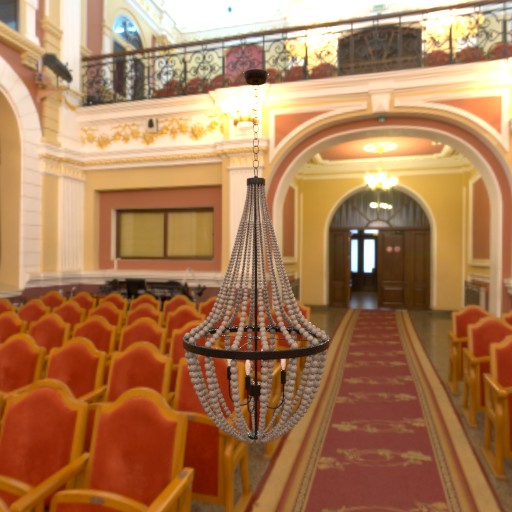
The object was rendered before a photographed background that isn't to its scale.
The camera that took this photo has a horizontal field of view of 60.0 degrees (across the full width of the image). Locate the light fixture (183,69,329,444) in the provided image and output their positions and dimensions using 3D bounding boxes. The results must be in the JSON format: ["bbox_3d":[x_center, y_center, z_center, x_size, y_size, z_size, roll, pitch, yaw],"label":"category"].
[{"bbox_3d":[0.000,0.000,1.380,0.450,1.133,0.450,0,0,0],"label":"light fixture"}]
